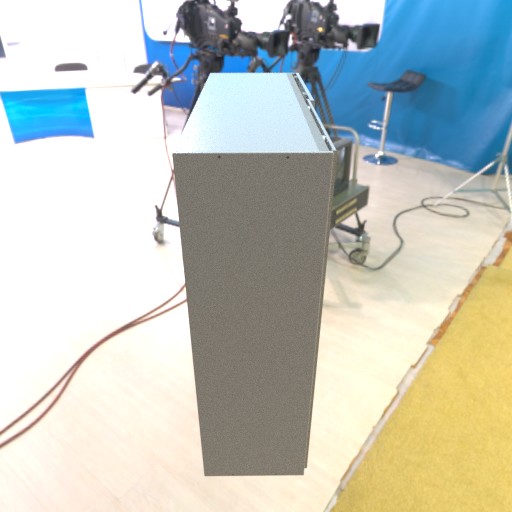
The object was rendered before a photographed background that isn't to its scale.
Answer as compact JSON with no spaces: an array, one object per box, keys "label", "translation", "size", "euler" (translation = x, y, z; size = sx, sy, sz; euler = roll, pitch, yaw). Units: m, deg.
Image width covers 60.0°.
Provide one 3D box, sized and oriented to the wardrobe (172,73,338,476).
[{"label":"wardrobe","translation":[0.000,0.000,2.875],"size":[0.629,1.960,1.780],"euler":[0,31,-1]}]
